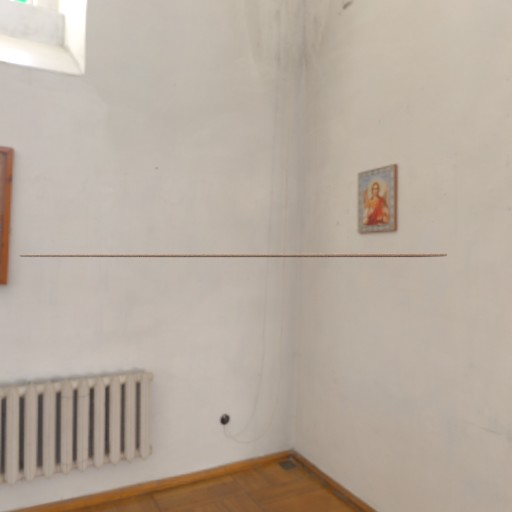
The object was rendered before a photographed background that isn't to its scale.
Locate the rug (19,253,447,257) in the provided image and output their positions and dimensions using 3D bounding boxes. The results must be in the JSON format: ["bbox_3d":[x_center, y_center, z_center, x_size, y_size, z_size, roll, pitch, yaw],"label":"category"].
[{"bbox_3d":[0.000,0.000,4.119,3.039,0.018,2.462,0,0,17],"label":"rug"}]
